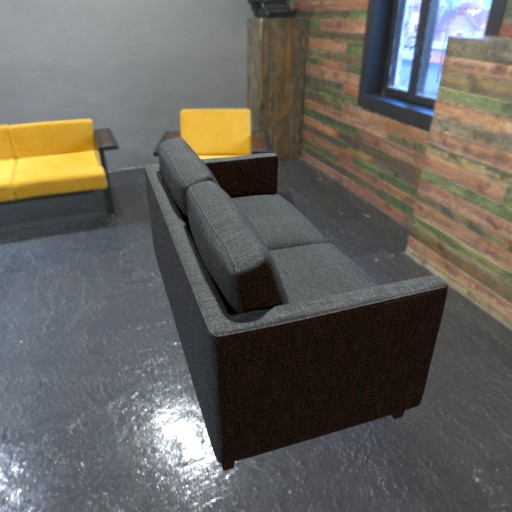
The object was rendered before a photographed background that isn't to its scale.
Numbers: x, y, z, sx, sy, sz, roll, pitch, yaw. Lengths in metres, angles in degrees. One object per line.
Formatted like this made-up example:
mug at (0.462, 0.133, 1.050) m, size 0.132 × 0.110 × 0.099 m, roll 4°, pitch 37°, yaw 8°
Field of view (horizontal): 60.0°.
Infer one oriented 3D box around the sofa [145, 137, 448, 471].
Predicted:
sofa at (0.000, 0.000, 2.409) m, size 0.950 × 0.963 × 1.884 m, roll -9°, pitch 30°, yaw -16°
